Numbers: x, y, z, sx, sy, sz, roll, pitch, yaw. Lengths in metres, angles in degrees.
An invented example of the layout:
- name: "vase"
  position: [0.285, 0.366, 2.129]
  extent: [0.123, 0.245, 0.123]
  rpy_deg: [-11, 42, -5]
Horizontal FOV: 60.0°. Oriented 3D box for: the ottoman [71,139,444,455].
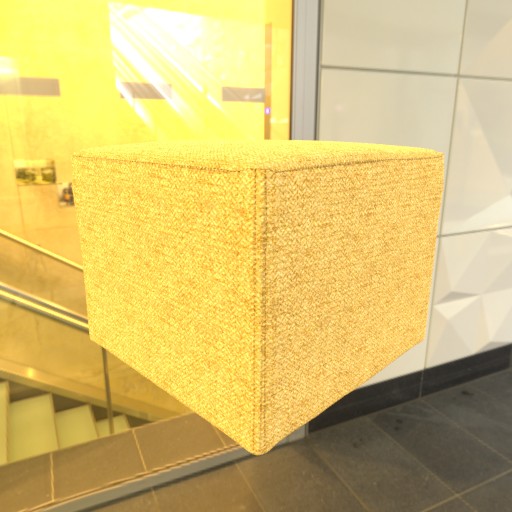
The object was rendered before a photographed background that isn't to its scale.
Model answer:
- name: "ottoman"
  position: [0.000, 0.000, 0.869]
  extent: [0.505, 0.441, 0.512]
  rpy_deg: [-15, 22, -43]
